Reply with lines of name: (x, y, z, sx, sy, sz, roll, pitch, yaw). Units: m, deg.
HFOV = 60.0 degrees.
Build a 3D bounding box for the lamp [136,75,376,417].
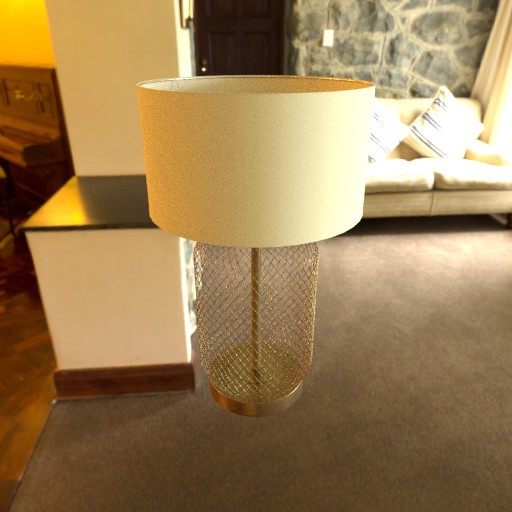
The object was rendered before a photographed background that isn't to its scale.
lamp: (0.000, 0.000, 0.791, 0.353, 0.578, 0.353, 0, 25, 0)
